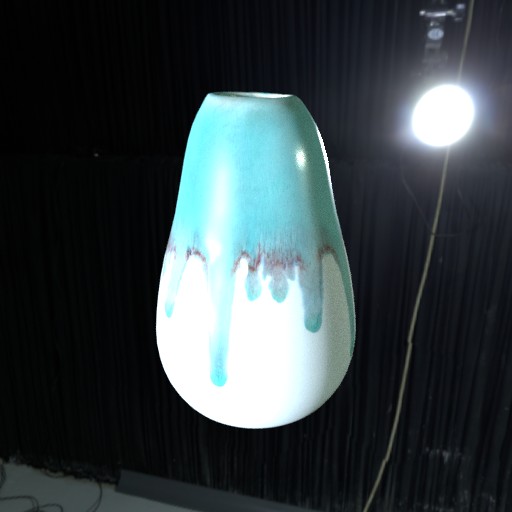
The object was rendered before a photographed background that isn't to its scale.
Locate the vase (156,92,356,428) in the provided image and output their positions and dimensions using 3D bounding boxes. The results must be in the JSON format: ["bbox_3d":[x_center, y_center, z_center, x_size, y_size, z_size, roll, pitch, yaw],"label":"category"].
[{"bbox_3d":[0.000,0.000,0.253,0.116,0.179,0.116,0,16,0],"label":"vase"}]
